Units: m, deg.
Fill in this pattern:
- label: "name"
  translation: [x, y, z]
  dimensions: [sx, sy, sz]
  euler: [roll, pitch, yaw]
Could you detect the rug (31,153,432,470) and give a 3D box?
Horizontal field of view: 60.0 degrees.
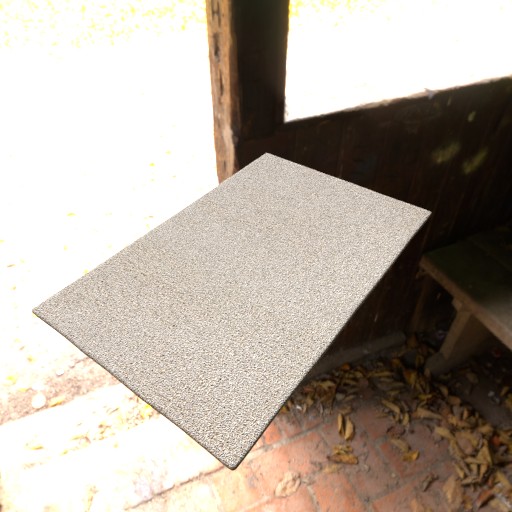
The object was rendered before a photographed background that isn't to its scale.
- label: "rug"
  translation: [0.000, 0.000, 3.431]
  dimensions: [1.778, 0.030, 2.743]
  euler: [26, 48, 27]
